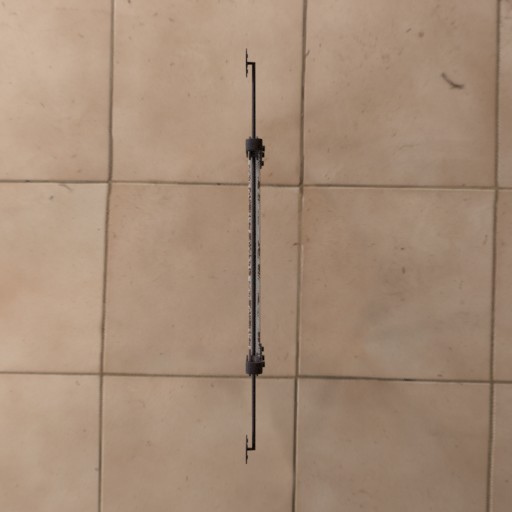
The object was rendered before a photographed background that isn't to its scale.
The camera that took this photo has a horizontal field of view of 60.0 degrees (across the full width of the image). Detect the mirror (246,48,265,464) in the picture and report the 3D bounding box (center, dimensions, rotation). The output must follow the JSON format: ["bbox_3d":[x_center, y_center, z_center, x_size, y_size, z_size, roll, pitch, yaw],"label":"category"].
[{"bbox_3d":[0.000,0.000,1.234,0.037,0.844,0.808,0,90,0],"label":"mirror"}]
